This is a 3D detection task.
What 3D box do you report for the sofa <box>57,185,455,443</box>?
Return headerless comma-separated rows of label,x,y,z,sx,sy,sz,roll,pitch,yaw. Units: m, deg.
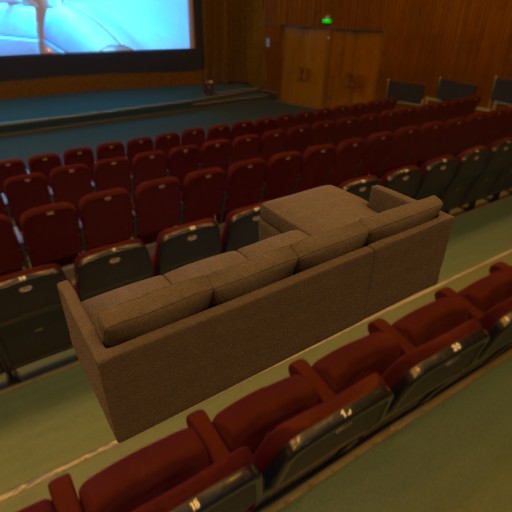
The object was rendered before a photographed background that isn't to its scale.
sofa,0.000,0.000,3.883,3.205,0.922,1.650,-19,37,-28
